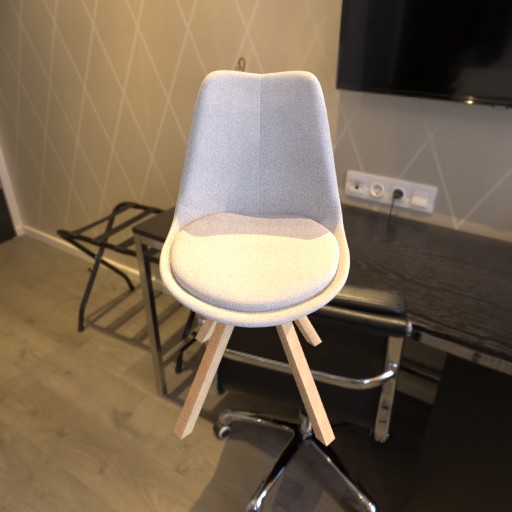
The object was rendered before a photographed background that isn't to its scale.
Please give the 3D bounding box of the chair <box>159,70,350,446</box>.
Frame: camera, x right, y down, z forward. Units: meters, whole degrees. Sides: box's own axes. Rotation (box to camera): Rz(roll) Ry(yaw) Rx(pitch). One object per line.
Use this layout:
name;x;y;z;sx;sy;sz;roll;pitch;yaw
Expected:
chair;0.000;0.000;1.189;0.474;0.863;0.549;2;30;3
